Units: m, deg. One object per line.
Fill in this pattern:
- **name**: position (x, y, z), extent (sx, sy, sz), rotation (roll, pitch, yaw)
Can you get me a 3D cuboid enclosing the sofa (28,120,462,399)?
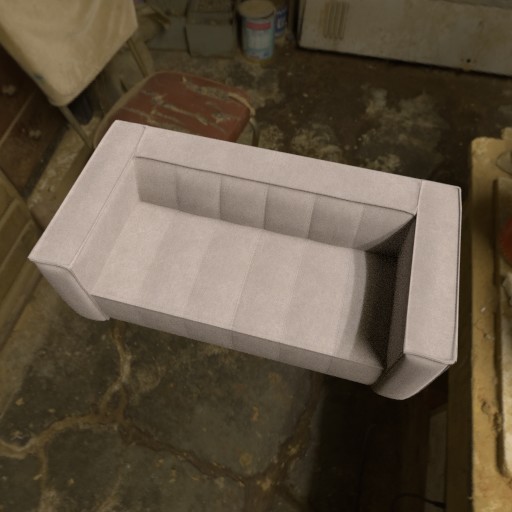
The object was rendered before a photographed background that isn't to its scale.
- **sofa**: position (0.000, 0.000, 2.470), extent (1.995, 0.680, 1.038), rotation (13, 60, 8)
